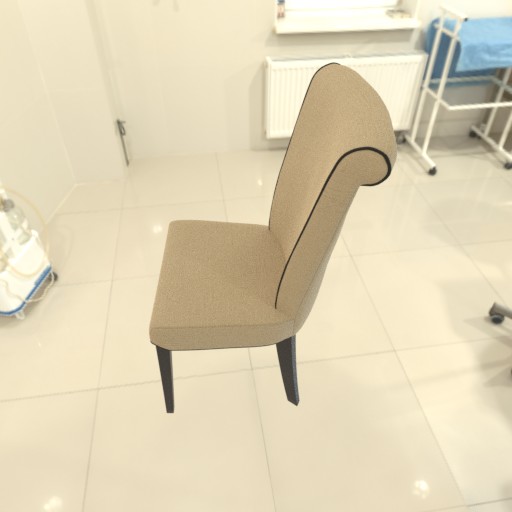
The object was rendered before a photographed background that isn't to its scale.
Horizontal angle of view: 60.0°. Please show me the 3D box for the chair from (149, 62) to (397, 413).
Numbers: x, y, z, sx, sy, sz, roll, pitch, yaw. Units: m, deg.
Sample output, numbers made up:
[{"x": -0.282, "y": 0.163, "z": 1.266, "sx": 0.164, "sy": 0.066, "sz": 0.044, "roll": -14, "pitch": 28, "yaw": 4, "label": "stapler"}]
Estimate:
[{"x": 0.000, "y": 0.000, "z": 1.369, "sx": 0.623, "sy": 0.997, "sz": 0.522, "roll": -1, "pitch": 42, "yaw": -1, "label": "chair"}]
